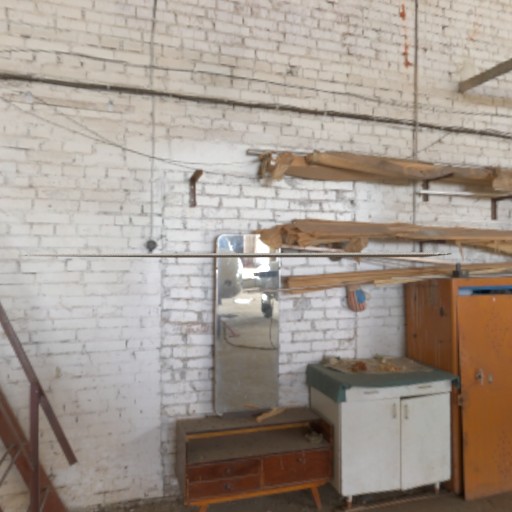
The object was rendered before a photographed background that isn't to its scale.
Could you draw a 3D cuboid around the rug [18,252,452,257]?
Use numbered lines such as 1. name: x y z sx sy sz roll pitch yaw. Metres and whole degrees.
1. rug: 0.000 0.000 3.886 2.940 0.013 2.312 0 -1 17
